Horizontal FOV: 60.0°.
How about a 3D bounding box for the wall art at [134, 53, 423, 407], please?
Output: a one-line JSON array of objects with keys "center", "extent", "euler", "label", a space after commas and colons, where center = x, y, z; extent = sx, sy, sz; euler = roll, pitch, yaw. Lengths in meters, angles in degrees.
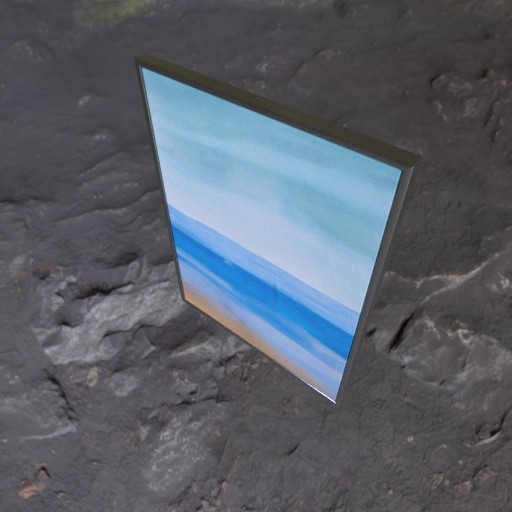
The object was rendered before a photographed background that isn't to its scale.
[{"center": [0.000, 0.000, 1.418], "extent": [0.803, 1.062, 0.041], "euler": [30, 53, 25], "label": "wall art"}]
